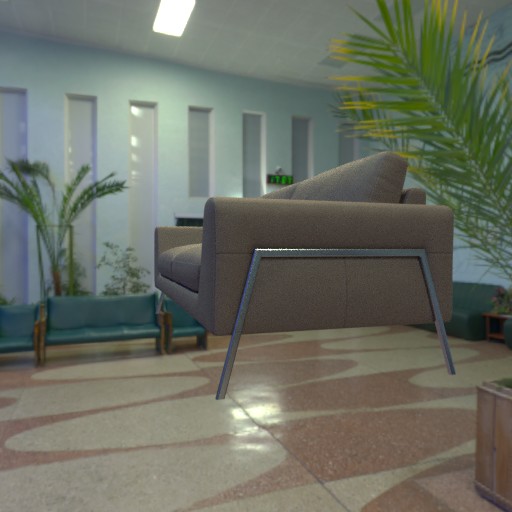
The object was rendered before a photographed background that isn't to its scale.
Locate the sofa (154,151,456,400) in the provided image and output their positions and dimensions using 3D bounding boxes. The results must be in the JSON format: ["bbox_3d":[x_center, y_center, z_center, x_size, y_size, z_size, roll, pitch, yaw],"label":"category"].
[{"bbox_3d":[0.000,0.000,2.479,0.953,0.875,2.017,0,1,-18],"label":"sofa"}]
